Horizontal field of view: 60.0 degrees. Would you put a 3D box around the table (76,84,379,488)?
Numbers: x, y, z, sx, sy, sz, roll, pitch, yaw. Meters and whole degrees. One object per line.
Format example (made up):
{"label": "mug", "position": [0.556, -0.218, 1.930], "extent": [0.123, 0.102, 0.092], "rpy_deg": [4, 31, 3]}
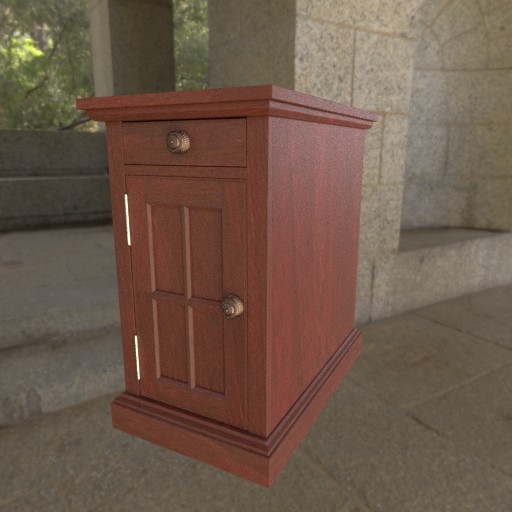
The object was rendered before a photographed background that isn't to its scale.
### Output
{"label": "table", "position": [0.000, 0.000, 0.963], "extent": [0.356, 0.612, 0.584], "rpy_deg": [7, 15, 27]}
